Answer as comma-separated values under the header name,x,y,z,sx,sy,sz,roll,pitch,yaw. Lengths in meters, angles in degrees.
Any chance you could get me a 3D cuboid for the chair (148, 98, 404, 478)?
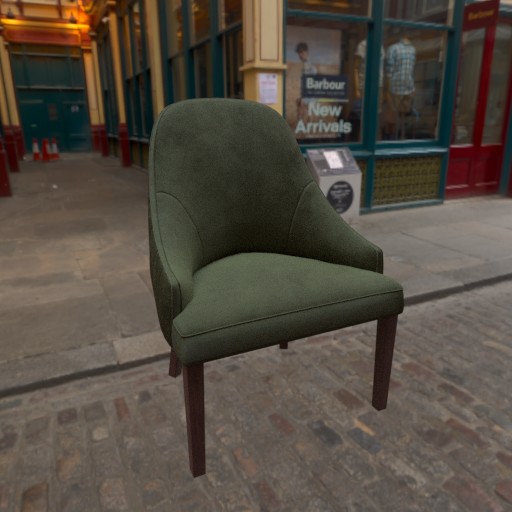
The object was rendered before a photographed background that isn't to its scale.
name,x,y,z,sx,sy,sz,roll,pitch,yaw
chair,0.000,0.000,1.294,0.643,0.889,0.575,-8,19,-25
